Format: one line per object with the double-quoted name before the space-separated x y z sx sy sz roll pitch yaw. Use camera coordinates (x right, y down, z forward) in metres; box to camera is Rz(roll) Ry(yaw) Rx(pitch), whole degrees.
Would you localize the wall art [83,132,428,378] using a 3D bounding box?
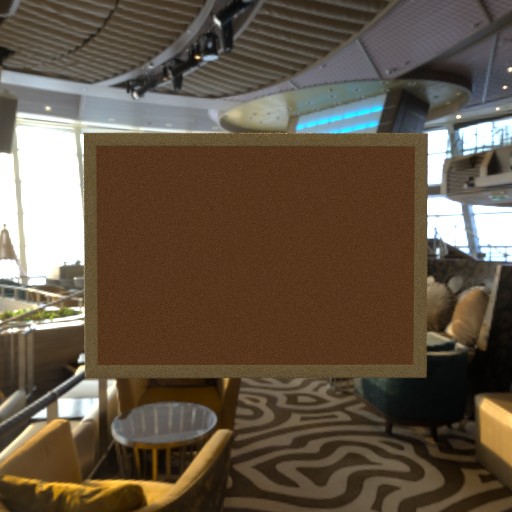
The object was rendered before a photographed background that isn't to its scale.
"wall art" 0.000 0.000 0.702 0.533 0.381 0.032 0 1 0
